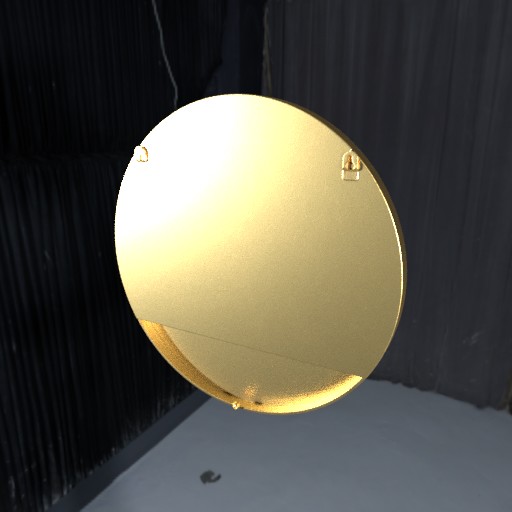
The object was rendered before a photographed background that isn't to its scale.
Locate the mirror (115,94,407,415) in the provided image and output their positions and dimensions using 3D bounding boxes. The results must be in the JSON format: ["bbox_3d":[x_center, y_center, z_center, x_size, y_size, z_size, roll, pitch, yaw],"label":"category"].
[{"bbox_3d":[0.000,0.000,0.675,0.457,0.457,0.133,9,18,28],"label":"mirror"}]
